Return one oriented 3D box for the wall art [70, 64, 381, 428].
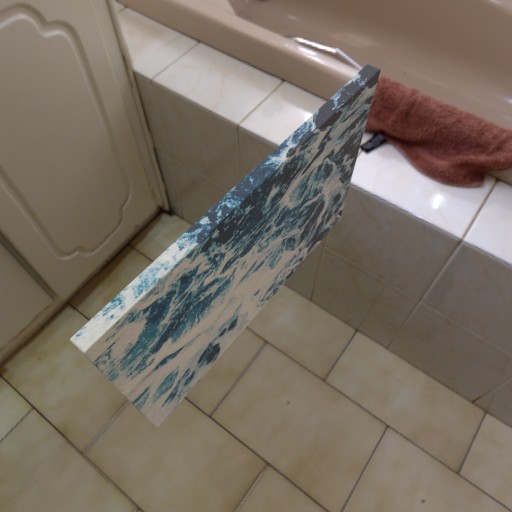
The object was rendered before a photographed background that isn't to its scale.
[{"bbox_3d":[0.000,0.000,1.150,0.042,0.610,0.915,34,64,19],"label":"wall art"}]
